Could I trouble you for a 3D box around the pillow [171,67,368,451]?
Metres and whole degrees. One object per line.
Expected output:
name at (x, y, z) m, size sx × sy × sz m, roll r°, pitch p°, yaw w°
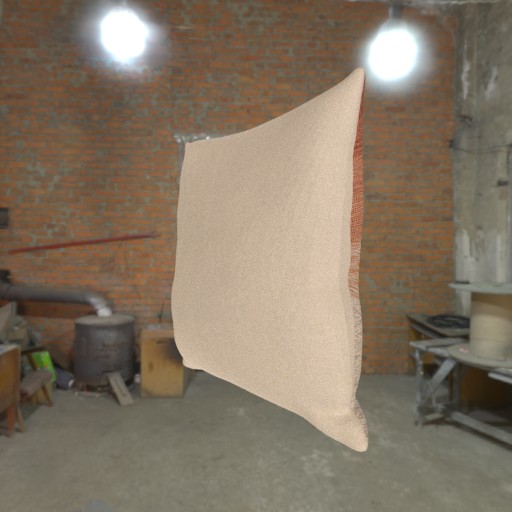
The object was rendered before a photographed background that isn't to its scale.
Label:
pillow at (0.000, 0.000, 0.678) m, size 0.182 × 0.441 × 0.440 m, roll -1°, pitch 2°, yaw -37°
